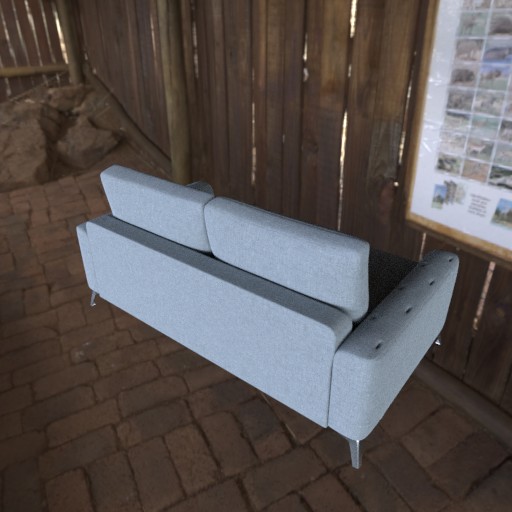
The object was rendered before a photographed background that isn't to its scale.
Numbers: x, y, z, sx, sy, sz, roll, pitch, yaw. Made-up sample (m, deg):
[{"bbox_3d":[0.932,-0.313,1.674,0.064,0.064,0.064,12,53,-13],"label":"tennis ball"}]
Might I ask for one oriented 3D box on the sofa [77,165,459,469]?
[{"bbox_3d":[0.000,0.000,2.135,1.650,0.790,0.920,21,35,33],"label":"sofa"}]
